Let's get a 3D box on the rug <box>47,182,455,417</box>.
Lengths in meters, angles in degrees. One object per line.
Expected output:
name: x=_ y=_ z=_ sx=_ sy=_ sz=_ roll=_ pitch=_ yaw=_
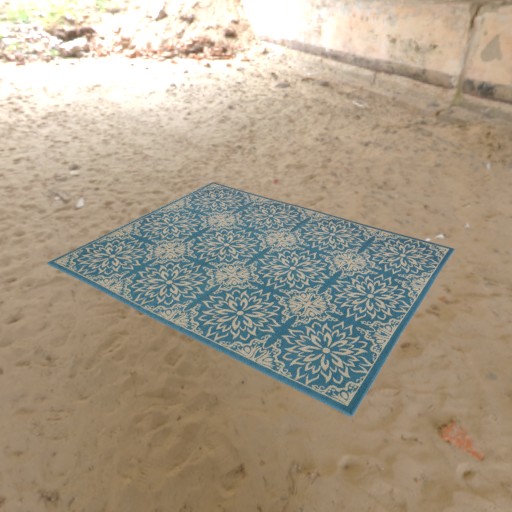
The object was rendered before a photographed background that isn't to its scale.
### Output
rug: x=0.000 y=0.000 z=4.091 sx=2.964 sy=0.018 sz=2.350 roll=20 pitch=36 yaw=29
